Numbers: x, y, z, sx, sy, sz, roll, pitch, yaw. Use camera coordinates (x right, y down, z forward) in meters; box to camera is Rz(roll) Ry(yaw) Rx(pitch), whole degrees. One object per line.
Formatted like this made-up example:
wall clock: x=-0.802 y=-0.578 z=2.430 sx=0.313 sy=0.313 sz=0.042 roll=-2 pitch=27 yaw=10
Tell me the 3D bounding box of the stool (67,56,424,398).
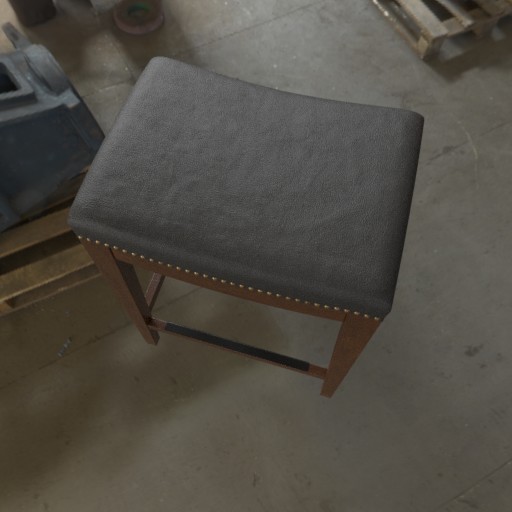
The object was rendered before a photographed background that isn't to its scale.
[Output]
stool: x=0.000 y=0.000 z=0.900 sx=0.490 sy=0.664 sz=0.353 roll=15 pitch=66 yaw=7
